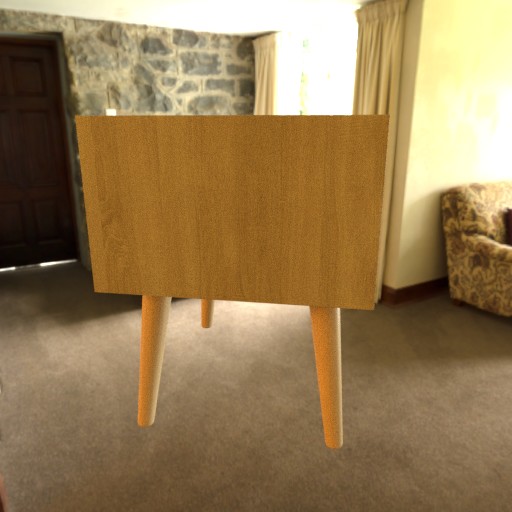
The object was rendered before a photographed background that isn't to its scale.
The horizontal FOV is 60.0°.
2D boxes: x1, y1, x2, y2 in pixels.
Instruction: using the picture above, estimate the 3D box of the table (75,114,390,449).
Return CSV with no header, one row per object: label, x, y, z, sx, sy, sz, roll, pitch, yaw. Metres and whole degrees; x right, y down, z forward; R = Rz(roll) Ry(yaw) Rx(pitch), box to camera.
table,0.000,0.000,0.789,0.370,0.470,0.450,3,17,9
